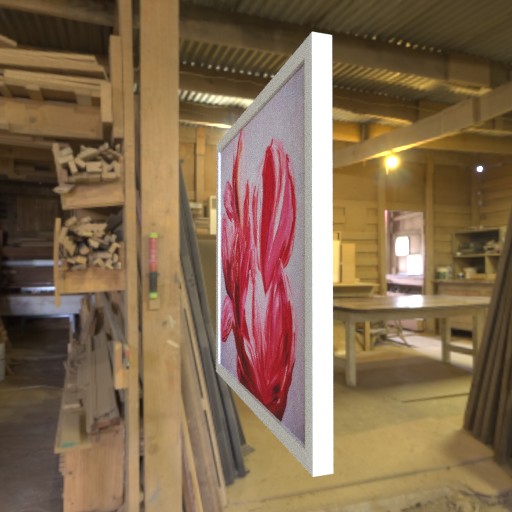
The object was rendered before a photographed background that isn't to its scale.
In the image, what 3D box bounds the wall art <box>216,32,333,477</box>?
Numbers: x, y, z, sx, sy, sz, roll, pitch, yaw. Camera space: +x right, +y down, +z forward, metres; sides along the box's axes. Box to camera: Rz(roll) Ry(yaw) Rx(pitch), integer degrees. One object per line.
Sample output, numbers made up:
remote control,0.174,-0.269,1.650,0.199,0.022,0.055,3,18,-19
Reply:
wall art,0.000,0.000,0.671,0.023,0.453,0.455,0,-1,-17
